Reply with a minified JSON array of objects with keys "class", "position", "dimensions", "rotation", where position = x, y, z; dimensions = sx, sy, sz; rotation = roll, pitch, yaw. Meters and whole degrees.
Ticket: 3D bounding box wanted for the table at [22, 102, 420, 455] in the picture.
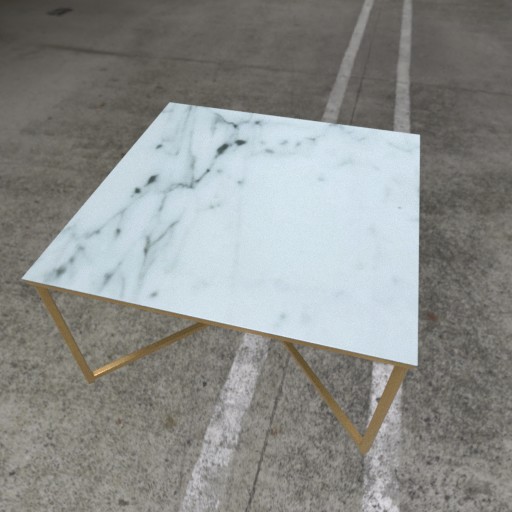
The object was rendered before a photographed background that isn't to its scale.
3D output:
[{"class":"table","position":[0.000,0.000,1.282],"dimensions":[0.800,0.450,0.800],"rotation":[11,47,10]}]
